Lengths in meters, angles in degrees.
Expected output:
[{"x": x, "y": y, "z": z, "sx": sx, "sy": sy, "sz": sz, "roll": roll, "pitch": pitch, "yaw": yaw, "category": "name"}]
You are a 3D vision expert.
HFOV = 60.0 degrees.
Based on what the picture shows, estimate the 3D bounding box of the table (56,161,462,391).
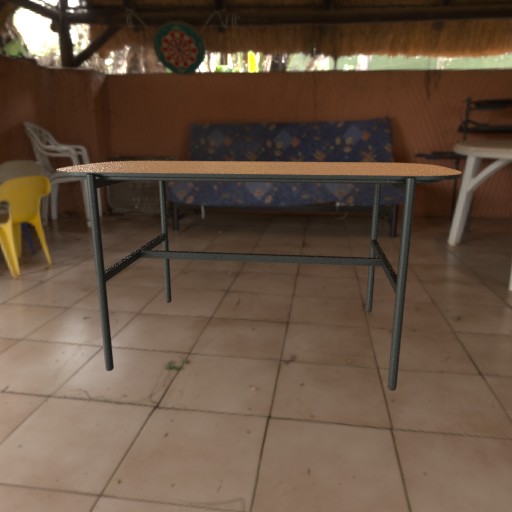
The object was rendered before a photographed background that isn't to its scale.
[{"x": 0.000, "y": 0.000, "z": 1.009, "sx": 0.800, "sy": 0.400, "sz": 0.400, "roll": 2, "pitch": 15, "yaw": 7, "category": "table"}]
